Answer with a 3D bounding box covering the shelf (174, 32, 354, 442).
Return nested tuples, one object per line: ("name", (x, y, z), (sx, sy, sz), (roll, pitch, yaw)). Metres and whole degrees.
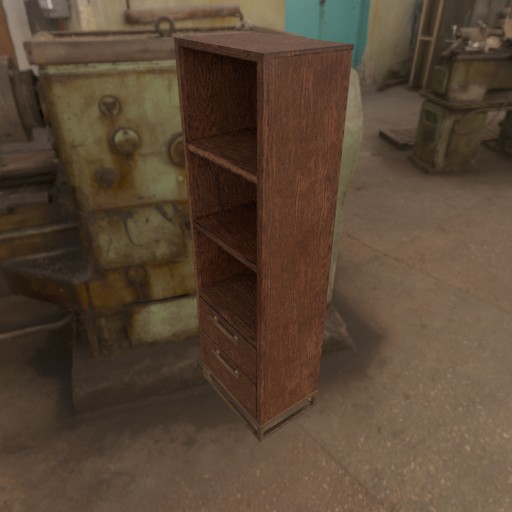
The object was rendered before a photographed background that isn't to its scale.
("shelf", (0.000, 0.000, 1.973), (0.395, 1.732, 0.539), (-21, 38, -31))
